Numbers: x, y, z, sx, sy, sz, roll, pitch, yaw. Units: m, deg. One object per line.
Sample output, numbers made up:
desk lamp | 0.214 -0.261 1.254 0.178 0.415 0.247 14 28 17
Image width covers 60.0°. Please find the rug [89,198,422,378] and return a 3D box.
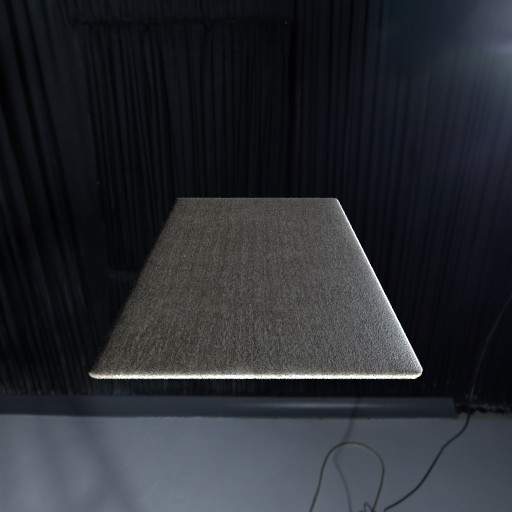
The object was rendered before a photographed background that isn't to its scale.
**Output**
rug | 0.000 0.000 3.109 1.539 0.024 2.469 0 26 0
